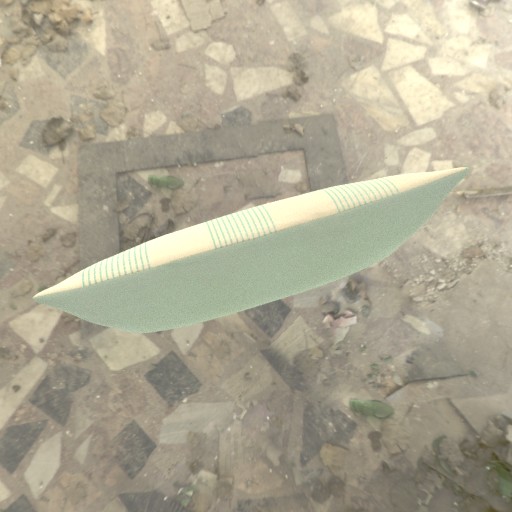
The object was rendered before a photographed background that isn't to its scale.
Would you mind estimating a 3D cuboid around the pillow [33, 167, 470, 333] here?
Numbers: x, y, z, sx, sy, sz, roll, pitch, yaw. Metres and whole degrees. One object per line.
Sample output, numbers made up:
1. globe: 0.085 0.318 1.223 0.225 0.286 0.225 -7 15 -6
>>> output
1. pillow: 0.000 0.000 0.722 0.610 0.287 0.151 -17 76 -4
